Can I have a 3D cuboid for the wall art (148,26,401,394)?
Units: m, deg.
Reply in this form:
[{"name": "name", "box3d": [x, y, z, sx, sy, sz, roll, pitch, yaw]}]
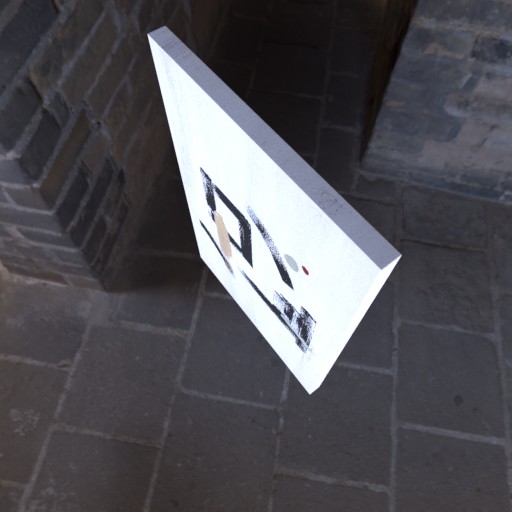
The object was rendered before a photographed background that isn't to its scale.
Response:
[{"name": "wall art", "box3d": [0.000, 0.000, 1.133, 0.043, 0.914, 0.624, -34, 67, -16]}]
